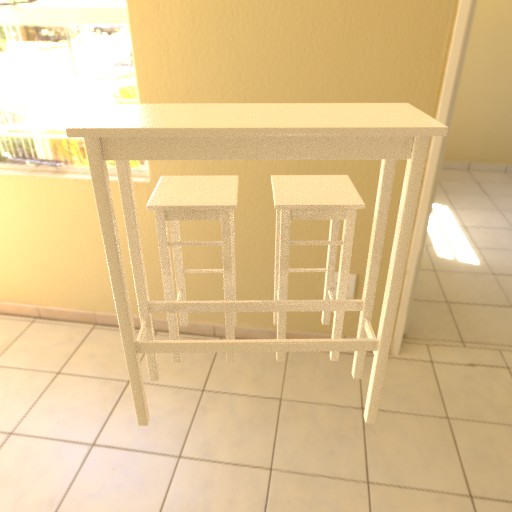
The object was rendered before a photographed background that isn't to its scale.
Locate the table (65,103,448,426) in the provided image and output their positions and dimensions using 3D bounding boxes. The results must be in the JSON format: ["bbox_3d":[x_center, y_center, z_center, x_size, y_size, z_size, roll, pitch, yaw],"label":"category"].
[{"bbox_3d":[0.000,0.000,1.600,0.915,1.065,0.650,0,29,-1],"label":"table"}]
